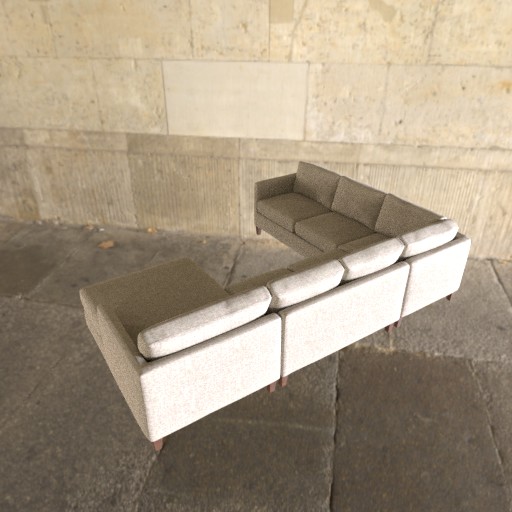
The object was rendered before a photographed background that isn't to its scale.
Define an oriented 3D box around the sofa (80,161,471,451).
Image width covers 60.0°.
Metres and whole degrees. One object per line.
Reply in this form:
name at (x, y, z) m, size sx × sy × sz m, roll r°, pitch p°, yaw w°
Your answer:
sofa at (0.000, 0.000, 4.585) m, size 3.460 × 0.959 × 2.593 m, roll -18°, pitch 34°, yaw -29°
